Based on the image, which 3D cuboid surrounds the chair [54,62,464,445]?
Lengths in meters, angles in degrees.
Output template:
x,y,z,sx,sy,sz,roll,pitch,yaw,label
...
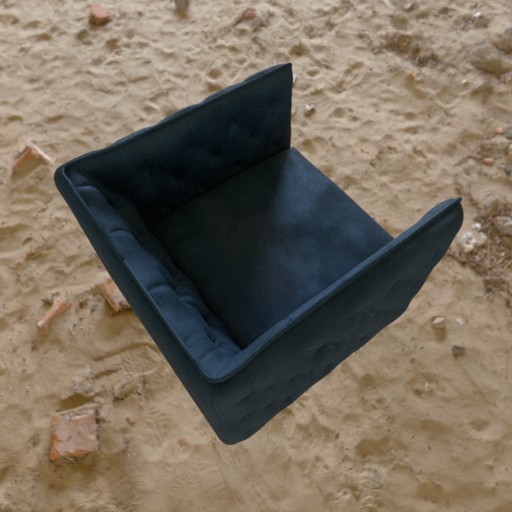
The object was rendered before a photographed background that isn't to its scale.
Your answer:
x,y,z,sx,sy,sz,roll,pitch,yaw,label
0.000,0.000,1.542,0.877,0.771,0.868,-33,64,-18,chair
